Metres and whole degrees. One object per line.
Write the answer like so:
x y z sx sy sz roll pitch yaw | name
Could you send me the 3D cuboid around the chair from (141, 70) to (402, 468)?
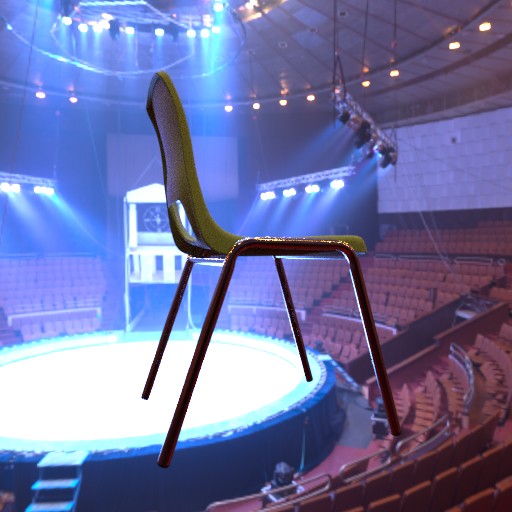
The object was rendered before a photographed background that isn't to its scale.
0.000 0.000 0.911 0.436 0.653 0.381 0 0 -19 | chair
